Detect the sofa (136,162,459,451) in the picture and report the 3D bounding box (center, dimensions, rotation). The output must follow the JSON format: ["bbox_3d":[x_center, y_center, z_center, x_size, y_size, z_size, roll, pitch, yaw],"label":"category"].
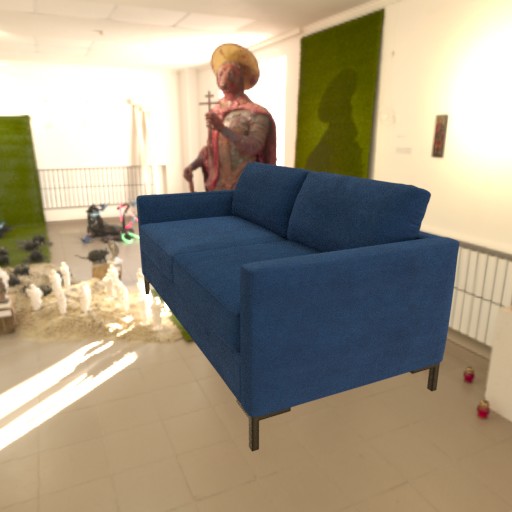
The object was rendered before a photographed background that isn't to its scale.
[{"bbox_3d":[0.000,0.000,2.198,0.875,0.817,1.676,-8,18,-25],"label":"sofa"}]
